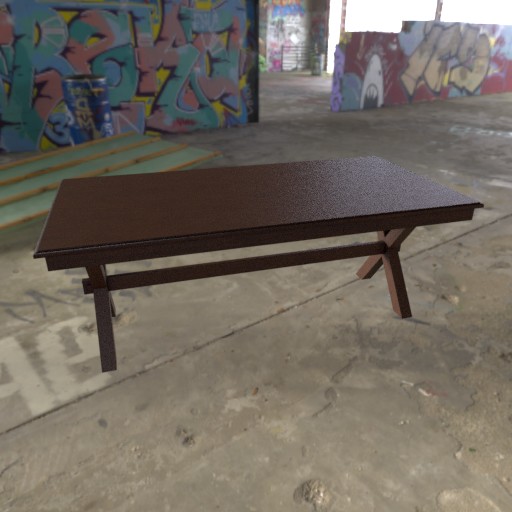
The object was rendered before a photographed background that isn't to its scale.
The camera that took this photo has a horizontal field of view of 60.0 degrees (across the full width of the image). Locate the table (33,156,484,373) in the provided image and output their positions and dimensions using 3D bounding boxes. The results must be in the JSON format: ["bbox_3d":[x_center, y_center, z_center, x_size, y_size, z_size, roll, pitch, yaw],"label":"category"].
[{"bbox_3d":[0.000,0.000,1.481,1.197,0.459,0.594,-7,27,-14],"label":"table"}]
